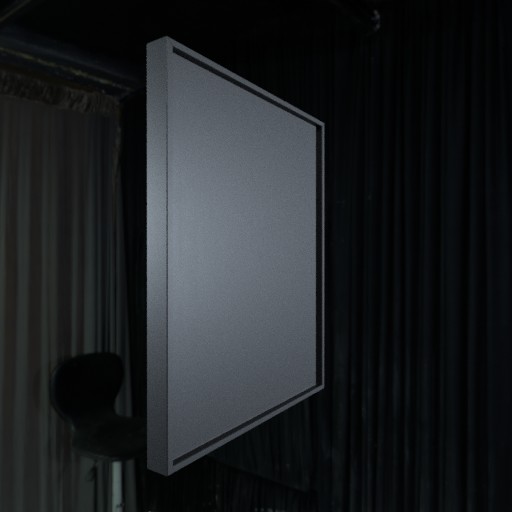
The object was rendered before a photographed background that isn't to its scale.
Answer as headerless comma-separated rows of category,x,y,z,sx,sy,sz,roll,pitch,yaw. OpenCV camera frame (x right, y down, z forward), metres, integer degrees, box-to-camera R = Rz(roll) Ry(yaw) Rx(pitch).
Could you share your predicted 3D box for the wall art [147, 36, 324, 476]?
wall art,0.000,0.000,0.754,0.039,0.555,0.449,0,0,35
